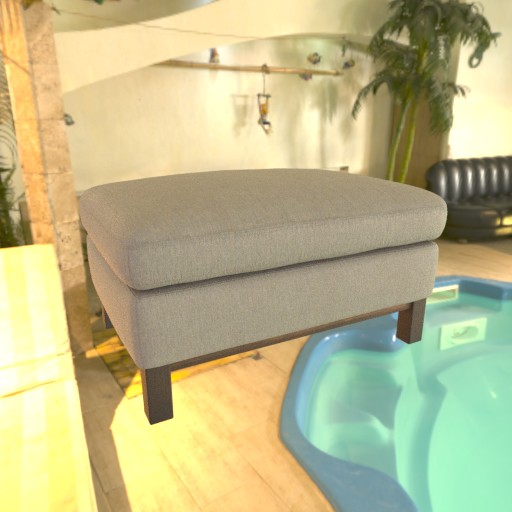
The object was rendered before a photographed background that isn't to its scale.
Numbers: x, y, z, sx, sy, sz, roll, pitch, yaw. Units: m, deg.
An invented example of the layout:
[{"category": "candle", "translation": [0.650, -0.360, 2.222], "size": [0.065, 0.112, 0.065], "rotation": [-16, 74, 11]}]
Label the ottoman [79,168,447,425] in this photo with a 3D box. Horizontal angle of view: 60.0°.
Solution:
[{"category": "ottoman", "translation": [0.000, 0.000, 1.069], "size": [0.735, 0.404, 0.528], "rotation": [-9, 19, -27]}]
